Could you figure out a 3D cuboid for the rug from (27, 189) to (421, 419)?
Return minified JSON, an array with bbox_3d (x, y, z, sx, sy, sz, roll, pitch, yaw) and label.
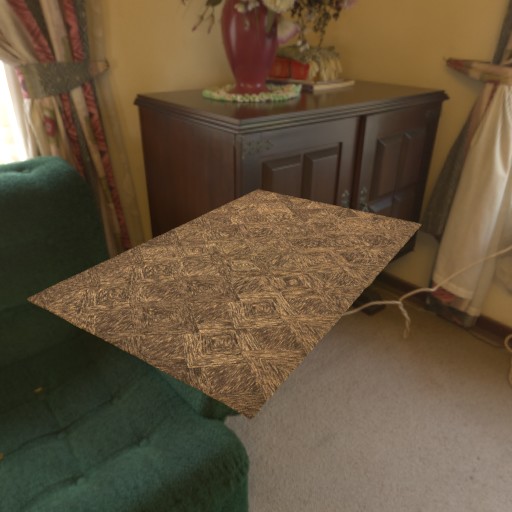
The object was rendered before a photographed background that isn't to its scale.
[{"bbox_3d":[0.000,0.000,2.284,1.189,0.011,1.808,17,31,30],"label":"rug"}]
